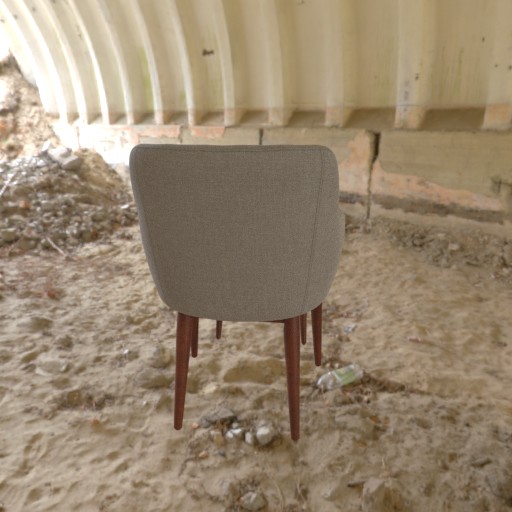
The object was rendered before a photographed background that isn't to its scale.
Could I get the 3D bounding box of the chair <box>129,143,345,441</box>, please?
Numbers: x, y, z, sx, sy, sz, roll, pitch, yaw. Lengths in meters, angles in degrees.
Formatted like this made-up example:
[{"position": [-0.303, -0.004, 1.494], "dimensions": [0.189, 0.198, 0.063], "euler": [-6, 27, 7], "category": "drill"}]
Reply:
[{"position": [0.000, 0.000, 1.542], "dimensions": [0.584, 0.799, 1.107], "euler": [2, 17, 7], "category": "chair"}]
